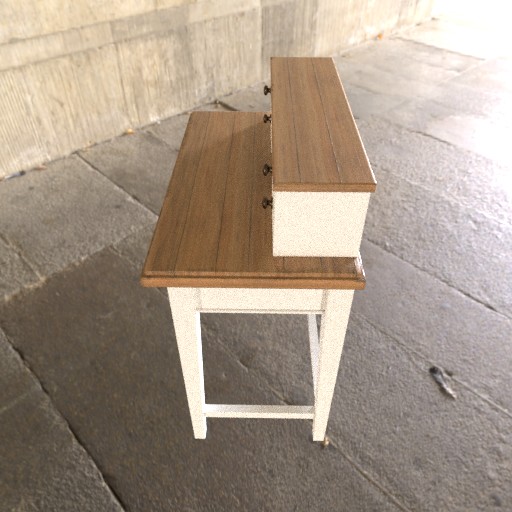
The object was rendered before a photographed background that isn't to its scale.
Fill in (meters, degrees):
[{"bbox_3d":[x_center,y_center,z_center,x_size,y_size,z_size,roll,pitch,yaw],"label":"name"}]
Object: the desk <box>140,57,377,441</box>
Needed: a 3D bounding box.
[{"bbox_3d":[0.000,0.000,1.400,0.462,0.981,0.814,1,41,1],"label":"desk"}]
